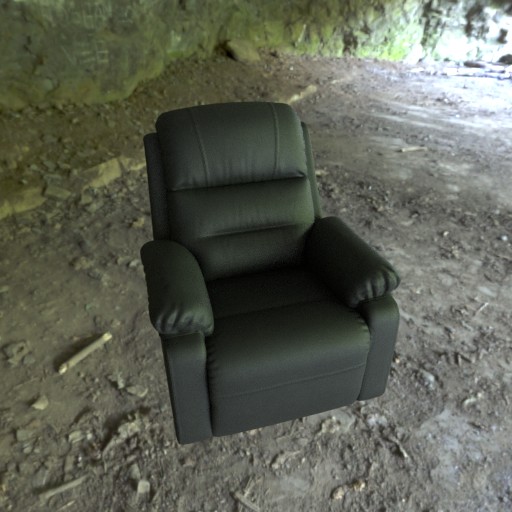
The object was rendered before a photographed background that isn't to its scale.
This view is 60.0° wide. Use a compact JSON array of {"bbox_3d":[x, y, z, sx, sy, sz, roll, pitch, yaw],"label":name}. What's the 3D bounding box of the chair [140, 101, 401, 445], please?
[{"bbox_3d":[0.000,0.000,1.708,0.855,0.992,0.919,-9,32,-14],"label":"chair"}]
